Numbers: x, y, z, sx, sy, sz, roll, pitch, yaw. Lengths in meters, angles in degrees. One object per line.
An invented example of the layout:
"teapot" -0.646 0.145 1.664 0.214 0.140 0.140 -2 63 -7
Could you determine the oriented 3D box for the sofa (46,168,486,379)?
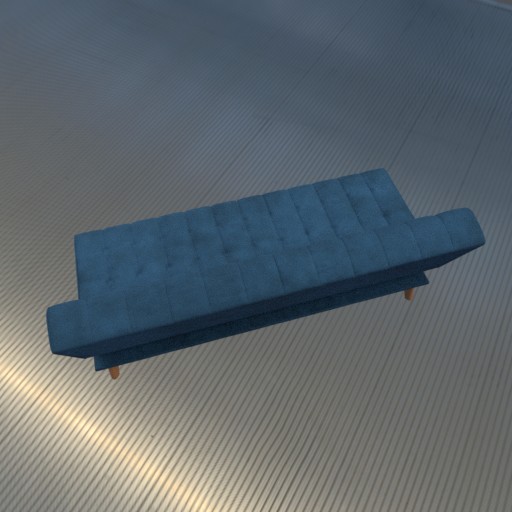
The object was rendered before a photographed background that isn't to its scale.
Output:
"sofa" 0.000 0.000 2.286 1.804 0.813 0.855 -13 58 -8
